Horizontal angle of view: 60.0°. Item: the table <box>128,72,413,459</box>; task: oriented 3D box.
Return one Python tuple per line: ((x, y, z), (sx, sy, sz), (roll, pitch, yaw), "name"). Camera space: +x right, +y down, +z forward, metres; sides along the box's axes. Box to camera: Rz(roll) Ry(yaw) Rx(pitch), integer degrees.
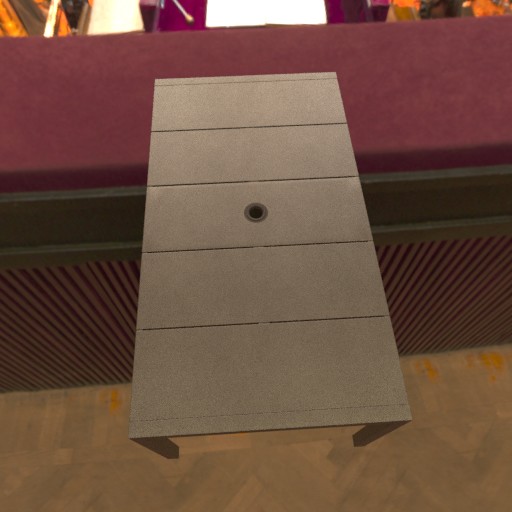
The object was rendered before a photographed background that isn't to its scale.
((0.000, 0.000, 2.141), (0.914, 0.735, 1.680), (-3, 61, -2), "table")
